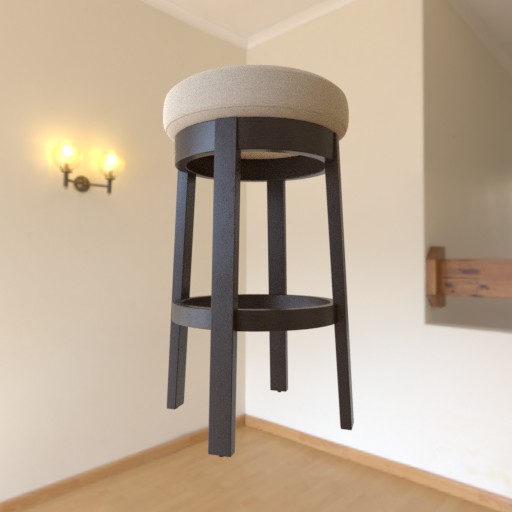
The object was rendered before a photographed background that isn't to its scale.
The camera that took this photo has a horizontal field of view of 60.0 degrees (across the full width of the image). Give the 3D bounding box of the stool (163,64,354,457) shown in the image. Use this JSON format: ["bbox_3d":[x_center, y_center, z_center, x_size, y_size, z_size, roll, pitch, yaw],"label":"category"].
[{"bbox_3d":[0.000,0.000,1.041,0.446,0.758,0.446,0,0,0],"label":"stool"}]
